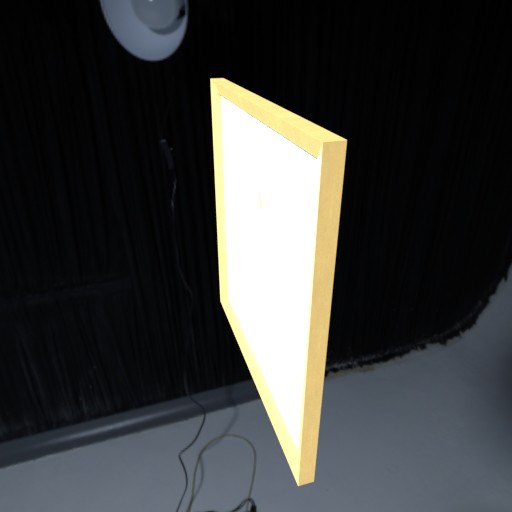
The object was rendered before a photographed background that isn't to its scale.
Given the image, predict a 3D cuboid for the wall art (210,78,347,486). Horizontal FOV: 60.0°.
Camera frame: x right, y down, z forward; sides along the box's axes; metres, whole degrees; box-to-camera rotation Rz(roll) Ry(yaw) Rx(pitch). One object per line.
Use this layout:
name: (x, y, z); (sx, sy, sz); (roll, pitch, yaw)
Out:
wall art: (0.000, 0.000, 2.866); (0.097, 1.936, 1.935); (-8, 29, -15)
